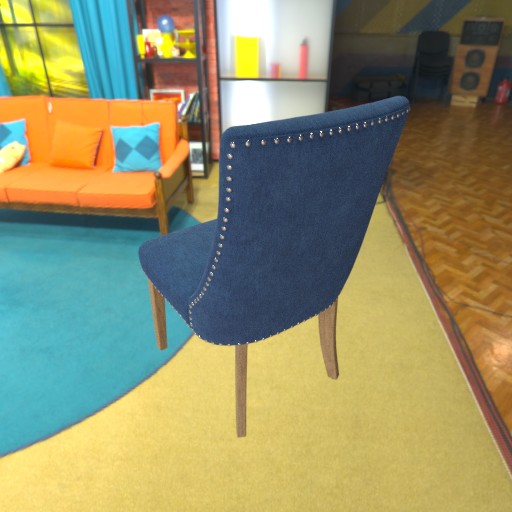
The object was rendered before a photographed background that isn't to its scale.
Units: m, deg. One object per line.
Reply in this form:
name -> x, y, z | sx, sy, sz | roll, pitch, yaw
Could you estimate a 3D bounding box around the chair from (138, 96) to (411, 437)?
chair -> 0.000, 0.000, 1.254 | 0.495, 0.902, 0.610 | -20, 37, -30
